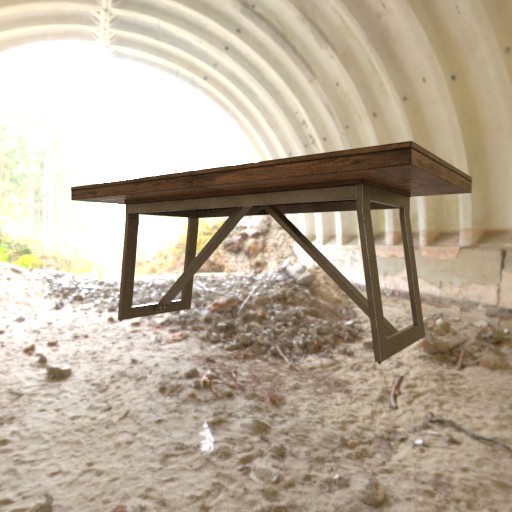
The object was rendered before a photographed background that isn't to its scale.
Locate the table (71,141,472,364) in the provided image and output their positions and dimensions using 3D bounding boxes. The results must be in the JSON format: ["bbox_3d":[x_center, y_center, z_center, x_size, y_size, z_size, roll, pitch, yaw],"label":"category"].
[{"bbox_3d":[0.000,0.000,2.297,1.867,0.757,0.931,1,2,36],"label":"table"}]
